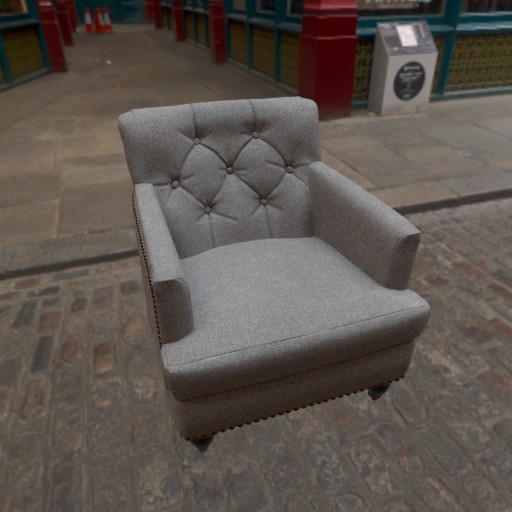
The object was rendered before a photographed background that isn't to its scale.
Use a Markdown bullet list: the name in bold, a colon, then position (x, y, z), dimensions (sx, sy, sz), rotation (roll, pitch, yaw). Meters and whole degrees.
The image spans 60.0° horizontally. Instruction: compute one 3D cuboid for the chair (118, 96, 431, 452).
- **chair**: position (0.000, 0.000, 1.458), dimensions (0.737, 0.823, 0.902), rotation (-10, 33, -16)
